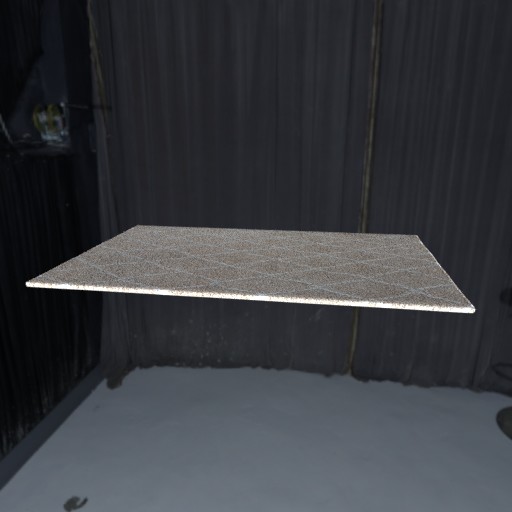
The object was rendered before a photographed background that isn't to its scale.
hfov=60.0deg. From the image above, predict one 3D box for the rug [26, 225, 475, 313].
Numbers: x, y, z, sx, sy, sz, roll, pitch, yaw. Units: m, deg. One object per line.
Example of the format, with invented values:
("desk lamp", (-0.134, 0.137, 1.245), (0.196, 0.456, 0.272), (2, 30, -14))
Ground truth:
("rug", (0.000, 0.000, 3.492), (2.743, 0.030, 1.778), (3, 16, 9))
